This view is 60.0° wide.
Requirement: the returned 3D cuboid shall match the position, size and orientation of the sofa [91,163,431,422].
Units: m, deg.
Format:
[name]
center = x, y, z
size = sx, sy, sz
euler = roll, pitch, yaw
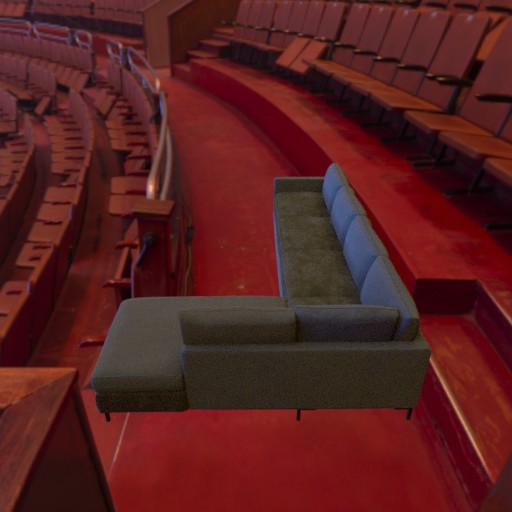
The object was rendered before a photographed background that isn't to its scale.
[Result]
[sofa]
center = 0.000, 0.000, 3.280
size = 1.707, 0.687, 2.486
euler = 0, 30, 0
